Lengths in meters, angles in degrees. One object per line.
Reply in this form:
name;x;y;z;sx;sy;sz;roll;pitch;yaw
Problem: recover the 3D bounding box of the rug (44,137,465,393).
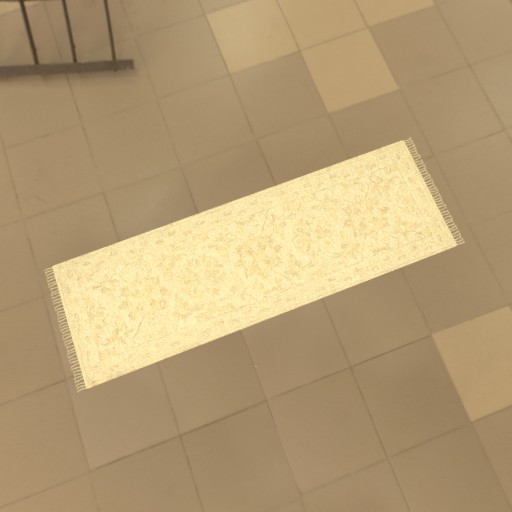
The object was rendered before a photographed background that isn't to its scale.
rug;0.000;0.000;2.801;2.544;0.015;0.795;-20;77;-5
